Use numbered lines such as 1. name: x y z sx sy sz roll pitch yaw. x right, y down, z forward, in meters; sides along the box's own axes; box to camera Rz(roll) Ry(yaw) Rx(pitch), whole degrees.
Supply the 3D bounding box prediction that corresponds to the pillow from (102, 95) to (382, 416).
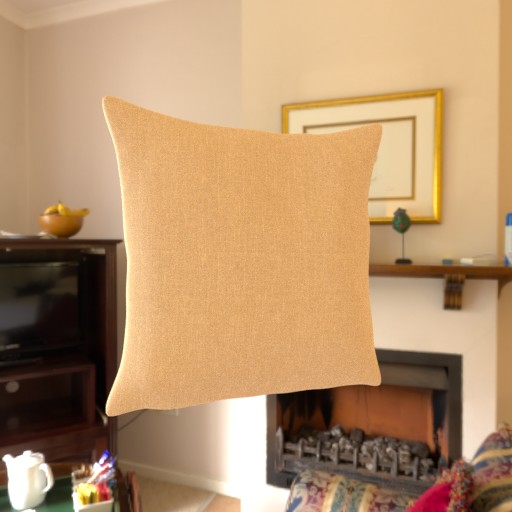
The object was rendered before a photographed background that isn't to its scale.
1. pillow: 0.000 0.000 0.668 0.436 0.432 0.138 0 1 -19
